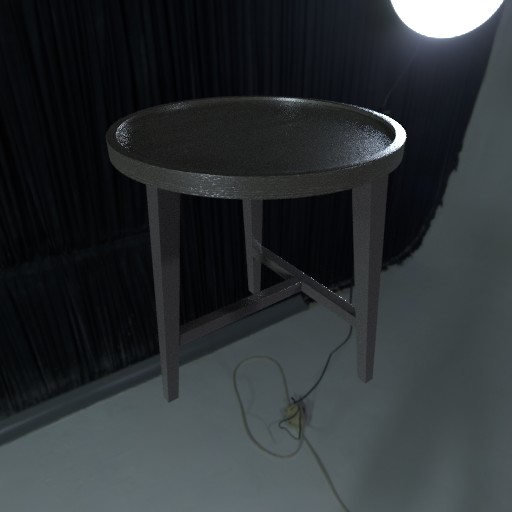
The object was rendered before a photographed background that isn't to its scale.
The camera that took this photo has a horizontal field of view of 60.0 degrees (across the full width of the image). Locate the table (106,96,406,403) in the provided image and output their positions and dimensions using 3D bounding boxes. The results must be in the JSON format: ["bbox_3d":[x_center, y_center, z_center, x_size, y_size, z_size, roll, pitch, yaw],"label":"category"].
[{"bbox_3d":[0.000,0.000,0.905,0.500,0.531,0.500,0,31,0],"label":"table"}]
